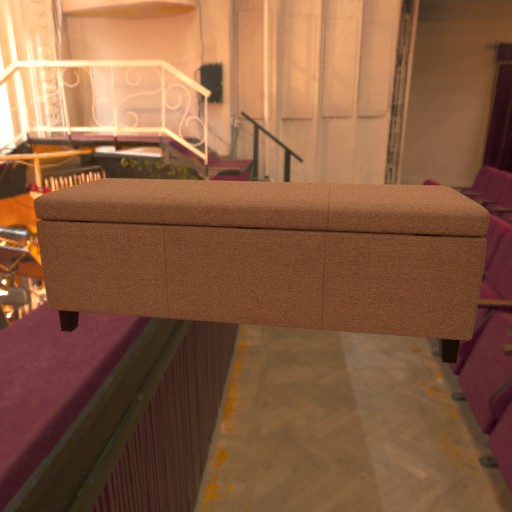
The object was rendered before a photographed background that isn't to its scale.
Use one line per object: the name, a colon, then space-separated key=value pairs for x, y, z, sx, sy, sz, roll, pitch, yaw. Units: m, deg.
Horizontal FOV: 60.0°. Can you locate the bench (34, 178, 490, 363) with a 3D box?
bench: x=0.000 y=0.000 z=1.442 sx=1.269 sy=0.438 sz=0.446 roll=3 pitch=17 yaw=9
